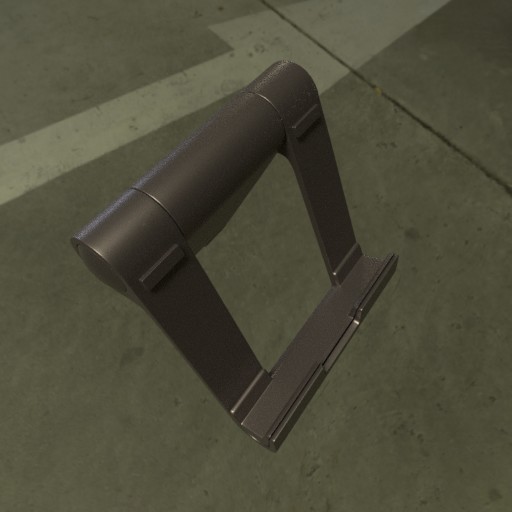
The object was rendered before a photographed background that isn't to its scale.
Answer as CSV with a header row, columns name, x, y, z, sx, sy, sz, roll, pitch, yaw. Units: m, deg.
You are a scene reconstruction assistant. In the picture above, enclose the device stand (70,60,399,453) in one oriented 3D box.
name,x,y,z,sx,sy,sz,roll,pitch,yaw
device stand,0.000,0.000,0.151,0.079,0.084,0.088,32,63,18
